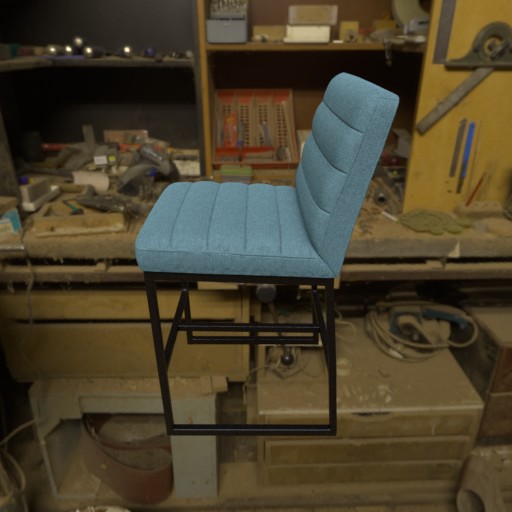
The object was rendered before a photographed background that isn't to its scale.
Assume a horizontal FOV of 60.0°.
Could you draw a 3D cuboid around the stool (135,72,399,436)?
[{"bbox_3d":[0.000,0.000,1.257,0.560,0.940,0.460,0,27,0],"label":"stool"}]
